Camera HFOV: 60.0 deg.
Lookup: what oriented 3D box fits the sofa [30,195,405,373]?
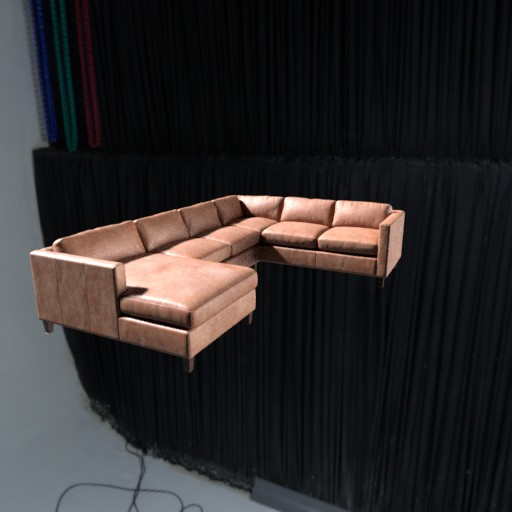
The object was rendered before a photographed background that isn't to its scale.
[{"bbox_3d":[0.000,0.000,4.606,2.430,0.832,3.401,8,17,25],"label":"sofa"}]
